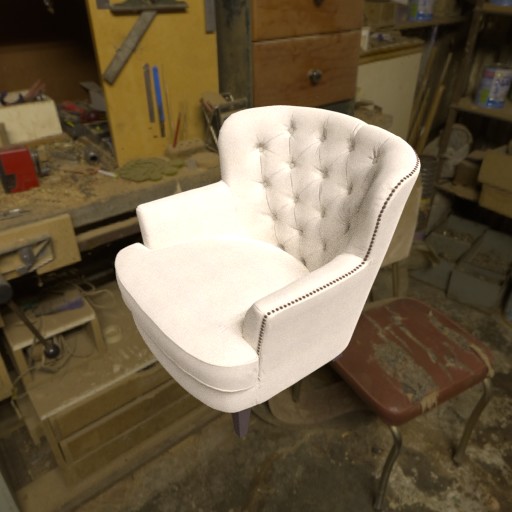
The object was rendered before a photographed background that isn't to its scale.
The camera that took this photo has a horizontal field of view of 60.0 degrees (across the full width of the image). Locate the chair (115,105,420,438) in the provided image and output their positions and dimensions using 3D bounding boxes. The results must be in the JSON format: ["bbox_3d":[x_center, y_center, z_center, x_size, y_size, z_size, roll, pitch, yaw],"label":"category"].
[{"bbox_3d":[0.000,0.000,1.608,0.906,0.868,0.848,-22,39,-31],"label":"chair"}]
